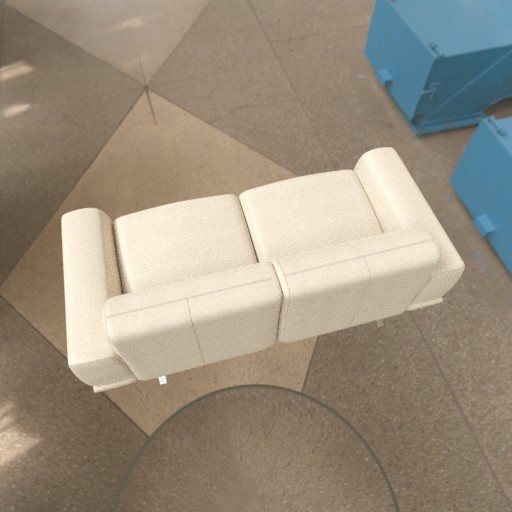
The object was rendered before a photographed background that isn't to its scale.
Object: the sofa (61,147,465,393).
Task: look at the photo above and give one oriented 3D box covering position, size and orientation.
[{"bbox_3d":[0.000,0.000,2.361,1.901,0.772,0.900,-13,59,-8],"label":"sofa"}]
